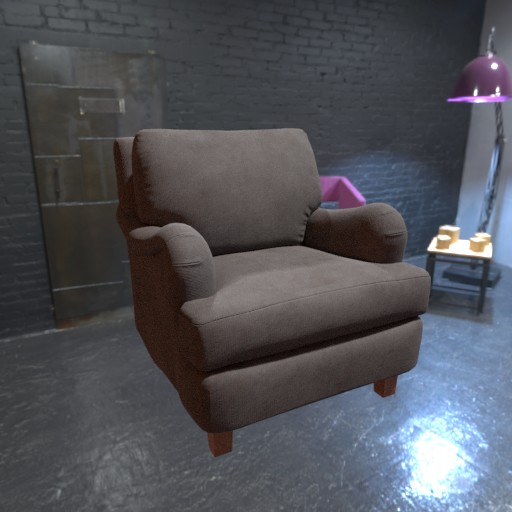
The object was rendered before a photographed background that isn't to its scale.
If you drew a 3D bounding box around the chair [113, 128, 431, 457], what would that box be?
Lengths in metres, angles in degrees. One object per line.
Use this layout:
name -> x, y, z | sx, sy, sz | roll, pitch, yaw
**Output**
chair -> 0.000, 0.000, 1.810 | 0.955, 0.997, 1.070 | -8, 18, -26
